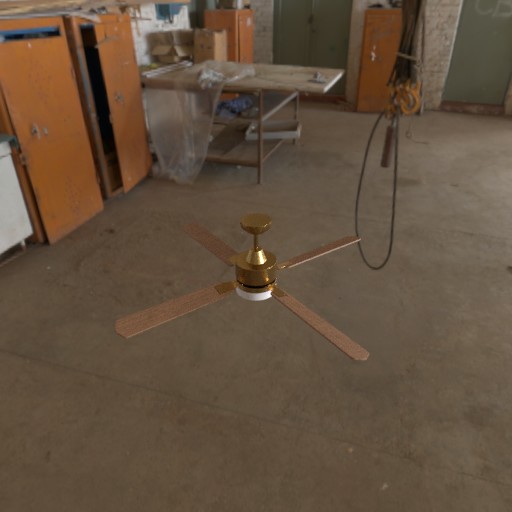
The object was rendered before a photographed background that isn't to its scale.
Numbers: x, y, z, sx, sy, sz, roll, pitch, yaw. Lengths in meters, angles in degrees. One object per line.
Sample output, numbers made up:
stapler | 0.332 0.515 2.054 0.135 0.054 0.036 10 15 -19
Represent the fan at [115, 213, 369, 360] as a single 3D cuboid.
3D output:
fan | 0.000 0.000 1.970 1.320 0.355 1.320 -20 36 -30
